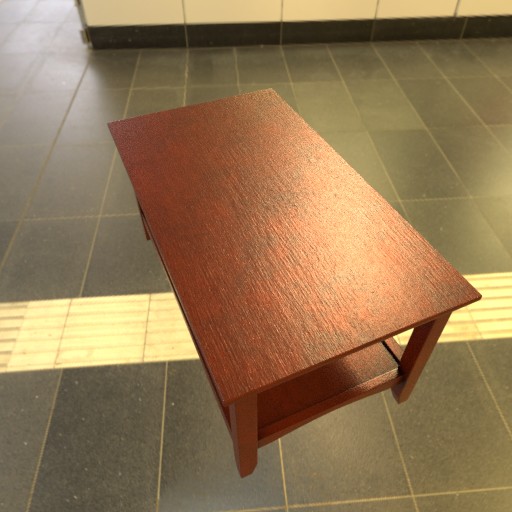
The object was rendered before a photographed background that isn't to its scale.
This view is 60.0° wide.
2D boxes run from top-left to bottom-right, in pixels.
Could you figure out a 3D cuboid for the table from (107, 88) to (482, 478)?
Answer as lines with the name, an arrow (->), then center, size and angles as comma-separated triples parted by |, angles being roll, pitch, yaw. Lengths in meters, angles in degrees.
table -> 0.000, 0.000, 1.235 | 0.533, 0.456, 0.943 | -18, 49, -16
